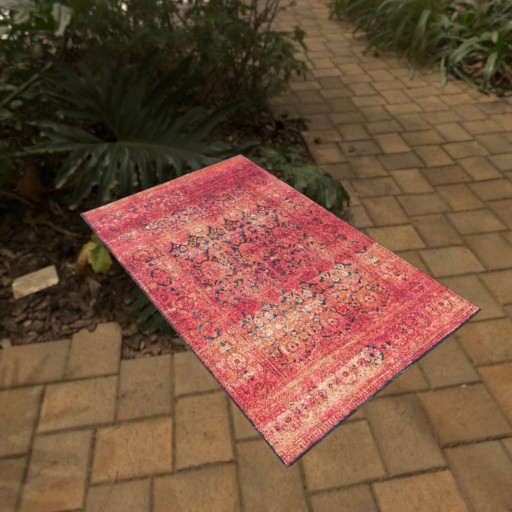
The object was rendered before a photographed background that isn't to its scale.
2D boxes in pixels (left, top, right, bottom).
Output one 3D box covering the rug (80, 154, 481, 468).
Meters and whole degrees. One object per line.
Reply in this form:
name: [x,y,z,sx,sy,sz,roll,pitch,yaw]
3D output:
rug: [0.000,0.000,3.036,1.539,0.018,2.449,-27,48,-28]
